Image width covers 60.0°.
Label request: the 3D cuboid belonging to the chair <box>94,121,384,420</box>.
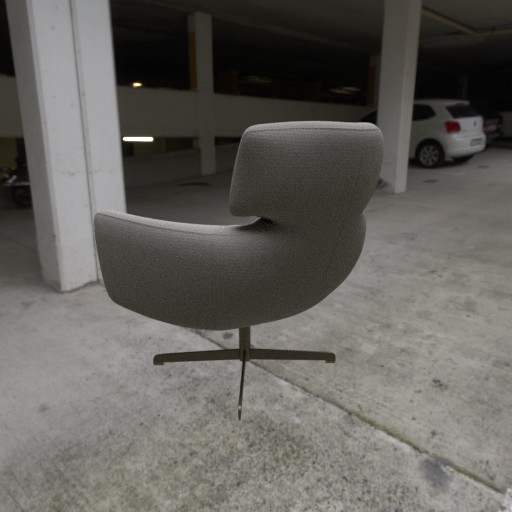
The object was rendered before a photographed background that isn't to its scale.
[{"bbox_3d":[0.000,0.000,1.418,0.730,0.810,0.760,15,21,43],"label":"chair"}]
